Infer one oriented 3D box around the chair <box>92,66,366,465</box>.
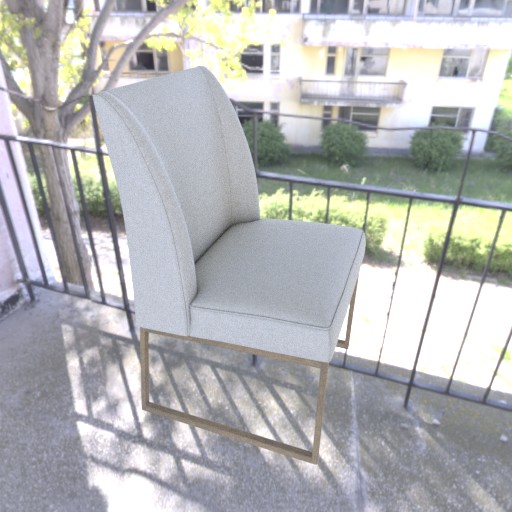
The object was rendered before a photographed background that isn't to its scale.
[{"bbox_3d":[0.000,0.000,1.169,0.522,0.863,0.508,10,31,17],"label":"chair"}]
